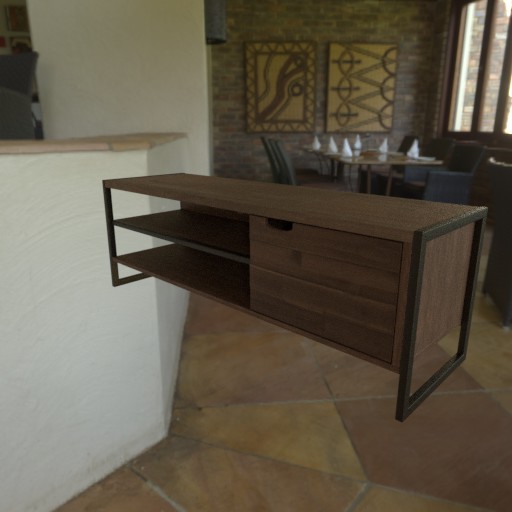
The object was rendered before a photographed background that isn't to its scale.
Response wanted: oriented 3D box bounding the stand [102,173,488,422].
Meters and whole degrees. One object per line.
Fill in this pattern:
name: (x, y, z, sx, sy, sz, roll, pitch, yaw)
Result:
stand: (0.000, 0.000, 1.723, 1.480, 0.506, 0.454, 15, 22, 42)
